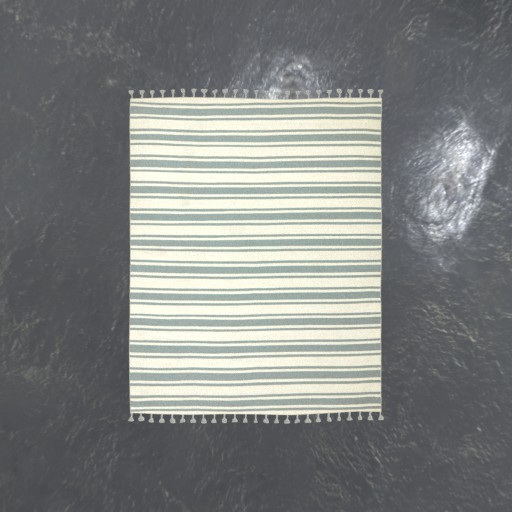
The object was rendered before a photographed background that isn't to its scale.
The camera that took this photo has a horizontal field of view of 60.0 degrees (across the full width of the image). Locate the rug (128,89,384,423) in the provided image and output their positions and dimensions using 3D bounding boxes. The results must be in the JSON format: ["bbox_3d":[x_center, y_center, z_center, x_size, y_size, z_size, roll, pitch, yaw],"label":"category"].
[{"bbox_3d":[0.000,0.000,4.237,2.439,0.005,3.201,0,90,0],"label":"rug"}]
